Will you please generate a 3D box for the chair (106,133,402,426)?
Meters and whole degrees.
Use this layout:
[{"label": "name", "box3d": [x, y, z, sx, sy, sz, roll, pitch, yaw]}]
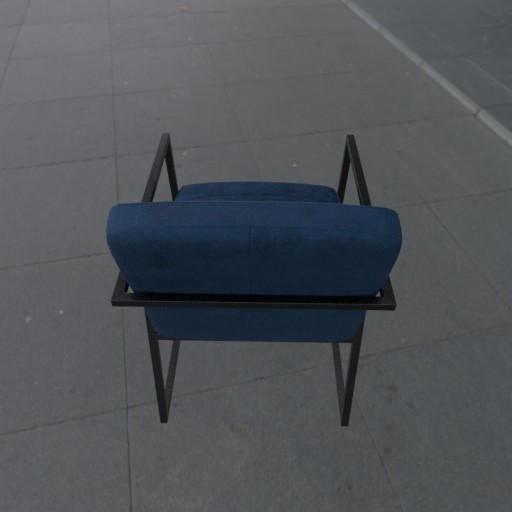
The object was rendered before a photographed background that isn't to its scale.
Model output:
[{"label": "chair", "box3d": [0.000, 0.000, 1.253, 0.571, 0.833, 0.677, 1, 46, 1]}]
